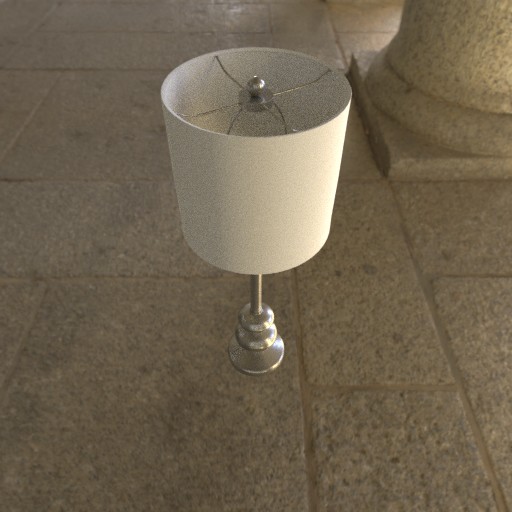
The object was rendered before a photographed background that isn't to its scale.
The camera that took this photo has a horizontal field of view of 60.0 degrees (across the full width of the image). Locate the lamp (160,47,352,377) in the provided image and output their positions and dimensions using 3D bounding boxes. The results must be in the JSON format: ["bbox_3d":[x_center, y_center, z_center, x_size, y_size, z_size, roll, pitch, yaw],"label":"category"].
[{"bbox_3d":[0.000,0.000,0.835,0.254,0.690,0.254,-22,51,-20],"label":"lamp"}]
